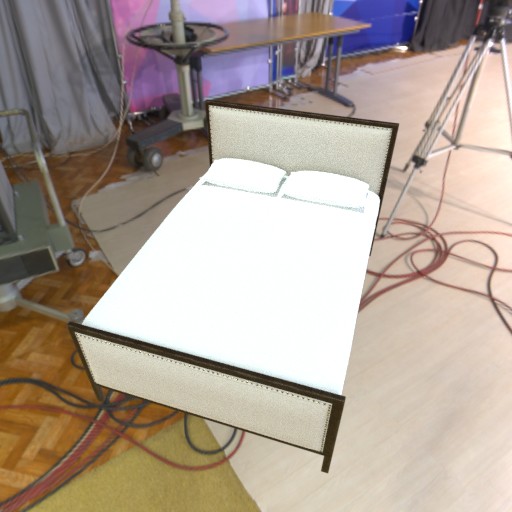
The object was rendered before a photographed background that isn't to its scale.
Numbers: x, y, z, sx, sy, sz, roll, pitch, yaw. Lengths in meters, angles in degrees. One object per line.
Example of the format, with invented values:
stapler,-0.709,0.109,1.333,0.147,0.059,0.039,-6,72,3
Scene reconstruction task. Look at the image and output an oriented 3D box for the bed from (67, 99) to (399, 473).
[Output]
bed,0.000,0.000,3.222,1.607,1.313,2.221,12,42,14
